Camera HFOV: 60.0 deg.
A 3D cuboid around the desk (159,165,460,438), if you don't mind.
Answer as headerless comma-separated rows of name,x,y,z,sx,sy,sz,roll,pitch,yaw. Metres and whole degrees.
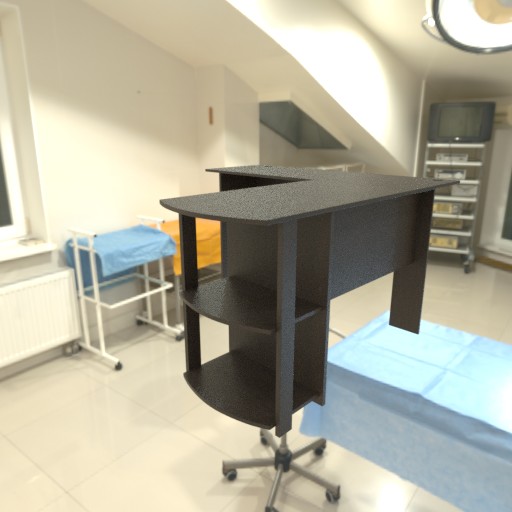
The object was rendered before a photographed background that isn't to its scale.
desk,0.000,0.000,2.118,1.303,0.716,1.361,15,22,43
